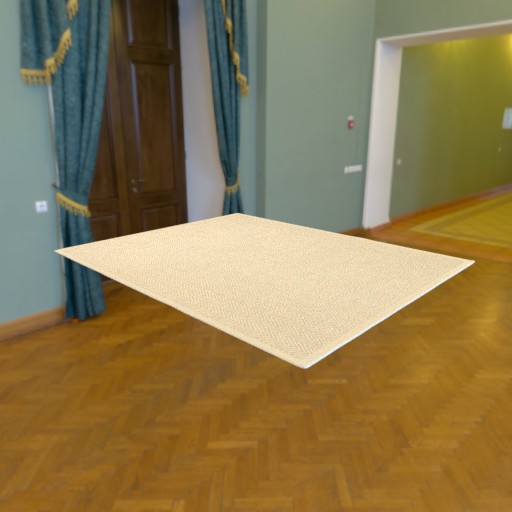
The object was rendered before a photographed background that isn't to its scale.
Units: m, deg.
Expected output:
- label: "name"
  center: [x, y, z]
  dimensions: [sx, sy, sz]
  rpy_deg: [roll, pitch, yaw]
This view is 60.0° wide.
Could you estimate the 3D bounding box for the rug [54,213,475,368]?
- label: "rug"
  center: [0.000, 0.000, 4.048]
  dimensions: [3.009, 0.019, 2.423]
  rpy_deg: [16, 23, 41]
